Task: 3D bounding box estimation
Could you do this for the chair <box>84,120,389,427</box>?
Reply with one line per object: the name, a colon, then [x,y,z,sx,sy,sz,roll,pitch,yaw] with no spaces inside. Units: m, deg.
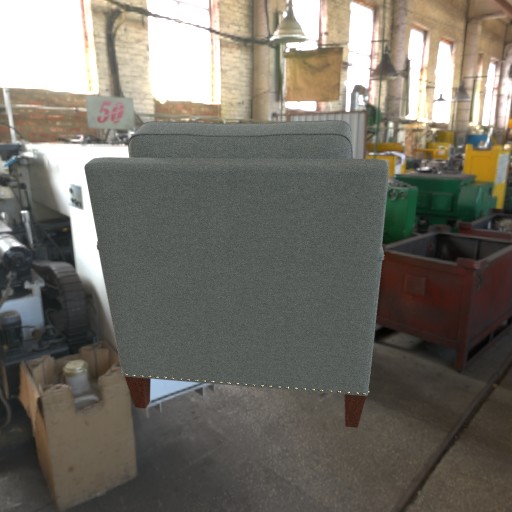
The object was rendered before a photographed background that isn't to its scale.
chair: [0.000,0.000,1.804,0.885,1.031,1.031,2,15,8]
